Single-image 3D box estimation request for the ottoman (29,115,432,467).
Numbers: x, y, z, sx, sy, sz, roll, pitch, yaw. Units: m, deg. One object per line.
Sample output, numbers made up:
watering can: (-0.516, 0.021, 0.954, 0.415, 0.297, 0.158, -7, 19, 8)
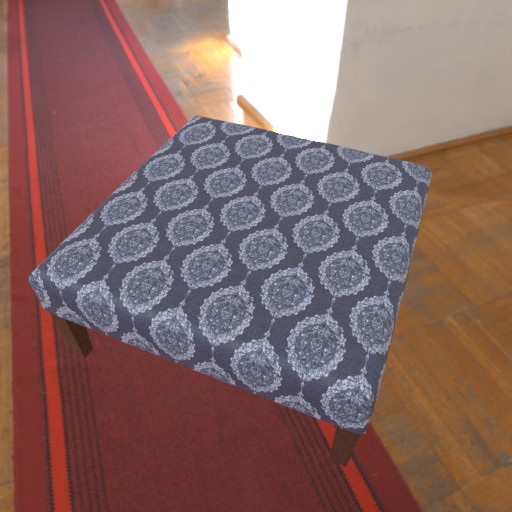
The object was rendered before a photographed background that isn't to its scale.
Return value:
ottoman: (0.000, 0.000, 1.392, 0.889, 0.409, 0.890, 17, 48, 16)
